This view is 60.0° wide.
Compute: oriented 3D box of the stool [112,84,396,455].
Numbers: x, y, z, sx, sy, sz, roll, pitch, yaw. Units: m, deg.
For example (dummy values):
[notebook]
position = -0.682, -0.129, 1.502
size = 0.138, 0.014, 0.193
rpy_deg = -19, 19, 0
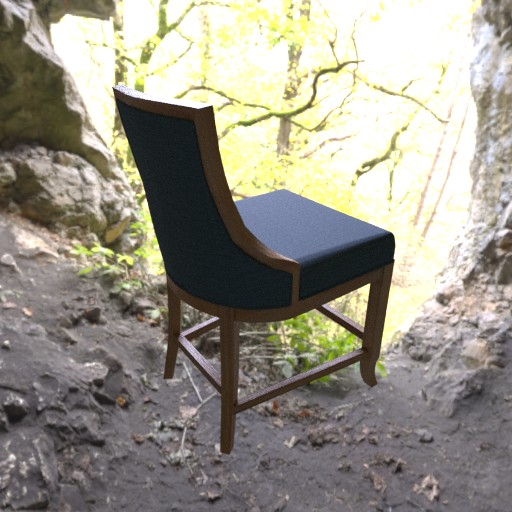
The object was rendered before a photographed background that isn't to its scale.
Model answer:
[stool]
position = 0.000, 0.000, 1.295
size = 0.626, 0.938, 0.524
rpy_deg = -18, 32, -32
